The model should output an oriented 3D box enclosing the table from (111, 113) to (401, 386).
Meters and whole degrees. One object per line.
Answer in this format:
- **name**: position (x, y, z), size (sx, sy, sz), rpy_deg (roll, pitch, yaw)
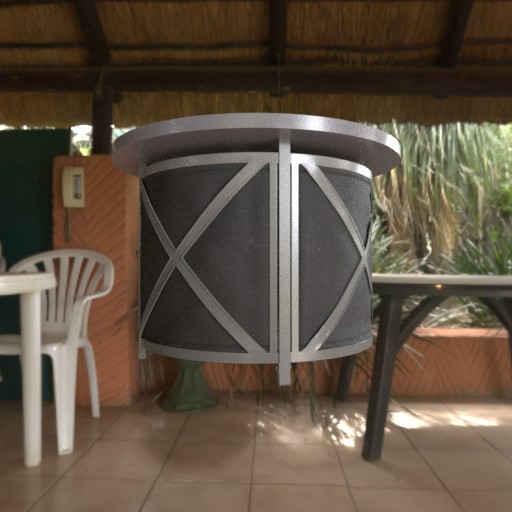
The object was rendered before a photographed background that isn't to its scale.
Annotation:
- **table**: position (0.000, 0.000, 1.472), size (0.914, 0.650, 0.914), rpy_deg (0, -1, 0)
